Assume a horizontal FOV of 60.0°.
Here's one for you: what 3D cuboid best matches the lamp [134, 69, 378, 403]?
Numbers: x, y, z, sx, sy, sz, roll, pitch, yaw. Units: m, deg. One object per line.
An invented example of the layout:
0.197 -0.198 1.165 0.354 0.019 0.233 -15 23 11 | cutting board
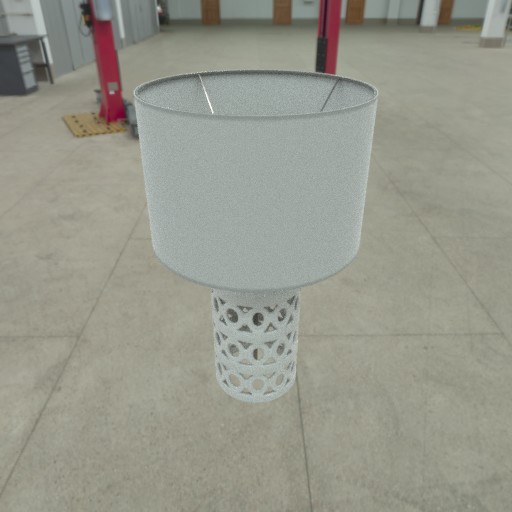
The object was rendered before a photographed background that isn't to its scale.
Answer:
0.000 0.000 0.696 0.310 0.502 0.310 0 31 0 | lamp
